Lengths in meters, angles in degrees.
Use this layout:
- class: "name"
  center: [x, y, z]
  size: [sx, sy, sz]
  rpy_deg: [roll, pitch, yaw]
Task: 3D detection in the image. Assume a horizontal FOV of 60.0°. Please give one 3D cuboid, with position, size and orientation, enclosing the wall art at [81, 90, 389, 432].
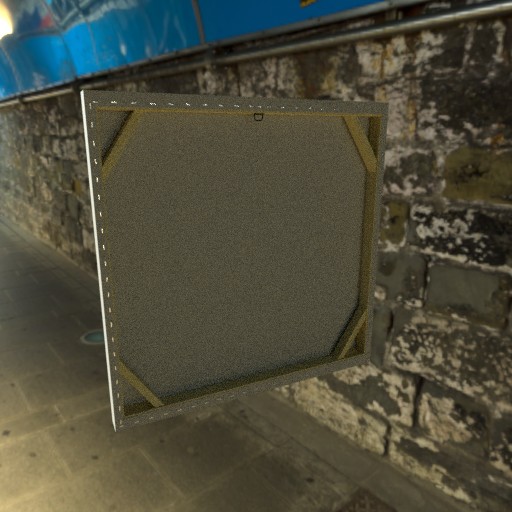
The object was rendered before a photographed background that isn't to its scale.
- class: "wall art"
  center: [0.000, 0.000, 0.905]
  size: [0.610, 0.610, 0.038]
  rpy_deg: [-7, 17, -25]
